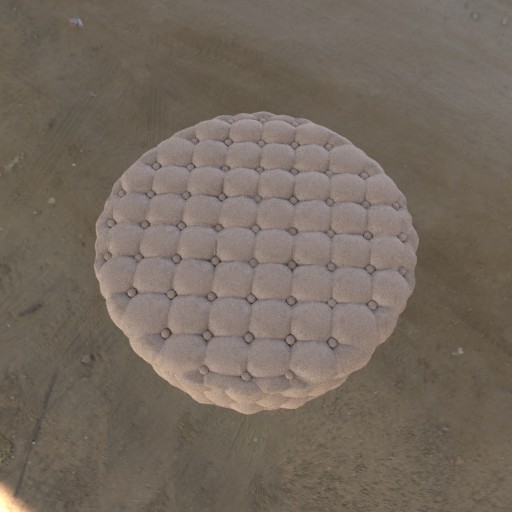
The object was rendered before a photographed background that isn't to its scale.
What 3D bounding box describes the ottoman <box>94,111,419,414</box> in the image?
[{"bbox_3d":[0.000,0.000,1.509,0.998,0.399,0.998,0,63,0],"label":"ottoman"}]
